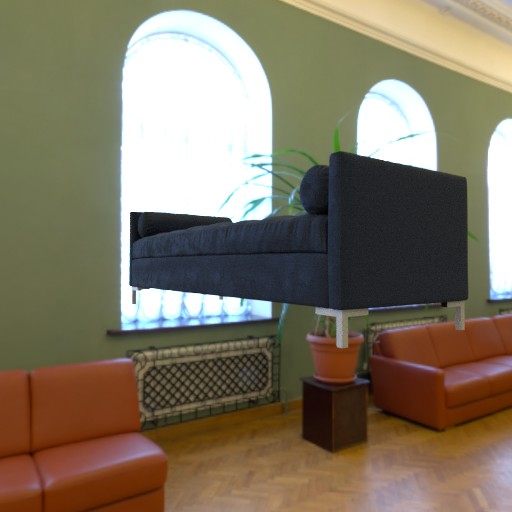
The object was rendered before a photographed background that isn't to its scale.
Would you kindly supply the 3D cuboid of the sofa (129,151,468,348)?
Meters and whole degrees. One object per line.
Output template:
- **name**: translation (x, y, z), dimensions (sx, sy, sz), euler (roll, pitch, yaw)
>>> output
- **sofa**: translation (0.000, 0.000, 2.522), dimensions (0.797, 0.657, 2.102), euler (1, -1, -35)
